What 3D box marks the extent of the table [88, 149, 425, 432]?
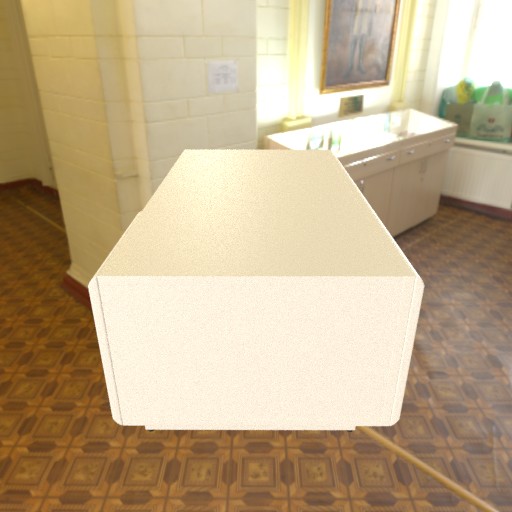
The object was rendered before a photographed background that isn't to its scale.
[{"bbox_3d":[0.000,0.000,1.416,0.639,0.442,1.097,0,26,0],"label":"table"}]
